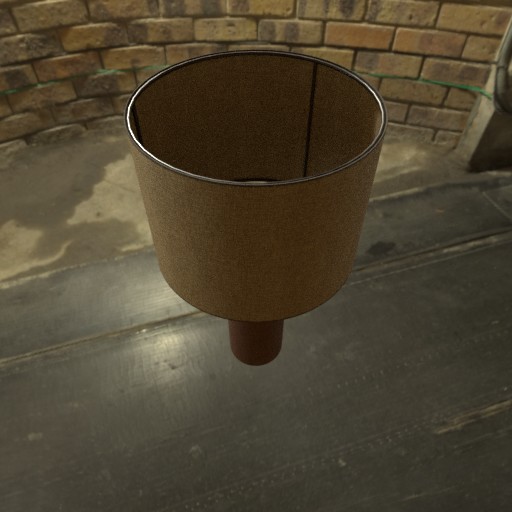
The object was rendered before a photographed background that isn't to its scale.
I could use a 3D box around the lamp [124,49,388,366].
[{"bbox_3d":[0.000,0.000,0.473,0.202,0.350,0.202,0,47,0],"label":"lamp"}]
